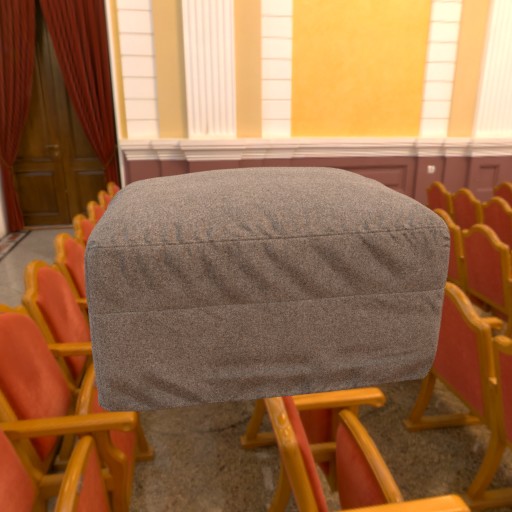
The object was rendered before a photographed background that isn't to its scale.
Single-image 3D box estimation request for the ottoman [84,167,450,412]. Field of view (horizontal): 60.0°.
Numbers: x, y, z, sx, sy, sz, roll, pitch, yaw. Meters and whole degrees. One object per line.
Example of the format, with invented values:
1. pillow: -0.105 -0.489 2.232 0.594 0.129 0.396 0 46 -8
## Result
1. ottoman: 0.000 0.000 1.268 0.837 0.481 0.683 -3 19 -9
